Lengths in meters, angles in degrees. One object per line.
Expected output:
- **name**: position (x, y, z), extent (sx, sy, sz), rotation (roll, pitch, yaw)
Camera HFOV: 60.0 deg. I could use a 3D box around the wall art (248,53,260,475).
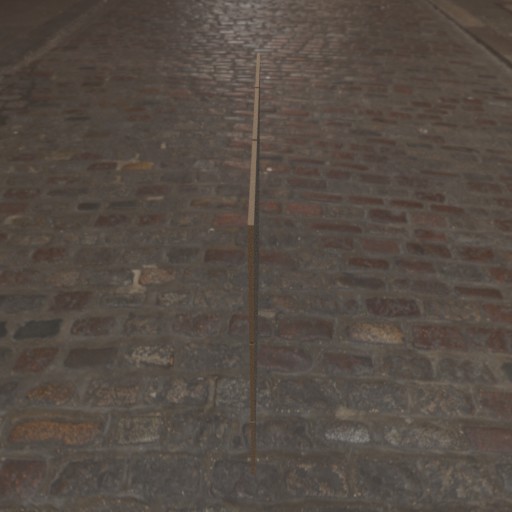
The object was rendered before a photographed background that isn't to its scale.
- **wall art**: position (0.000, 0.000, 2.261), extent (0.017, 1.521, 1.527), rotation (1, 41, 1)
